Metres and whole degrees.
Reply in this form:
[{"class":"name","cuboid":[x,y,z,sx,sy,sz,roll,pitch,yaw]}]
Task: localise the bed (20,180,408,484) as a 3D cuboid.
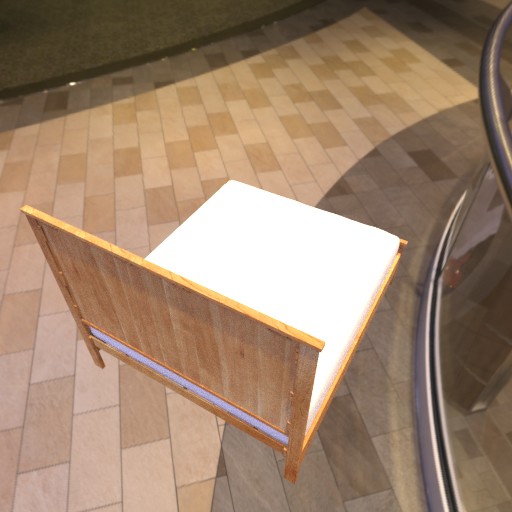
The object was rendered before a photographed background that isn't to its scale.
[{"class":"bed","cuboid":[0.000,0.000,4.060,2.225,1.938,2.530,22,49,21]}]
